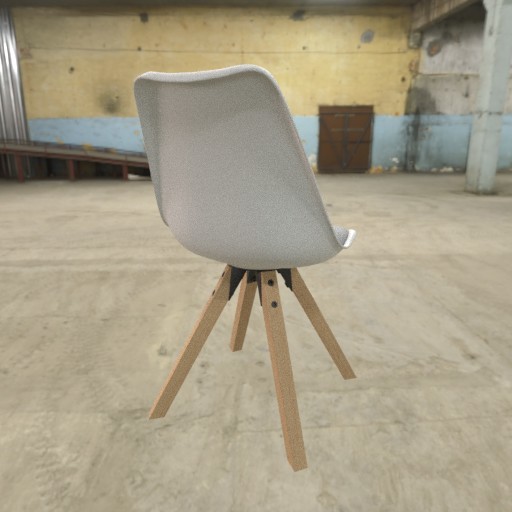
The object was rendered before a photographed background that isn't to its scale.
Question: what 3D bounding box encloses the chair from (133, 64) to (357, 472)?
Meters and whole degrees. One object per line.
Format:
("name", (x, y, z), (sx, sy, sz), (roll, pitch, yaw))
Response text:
("chair", (0.000, 0.000, 1.155), (0.485, 0.850, 0.550), (8, 17, 26))
